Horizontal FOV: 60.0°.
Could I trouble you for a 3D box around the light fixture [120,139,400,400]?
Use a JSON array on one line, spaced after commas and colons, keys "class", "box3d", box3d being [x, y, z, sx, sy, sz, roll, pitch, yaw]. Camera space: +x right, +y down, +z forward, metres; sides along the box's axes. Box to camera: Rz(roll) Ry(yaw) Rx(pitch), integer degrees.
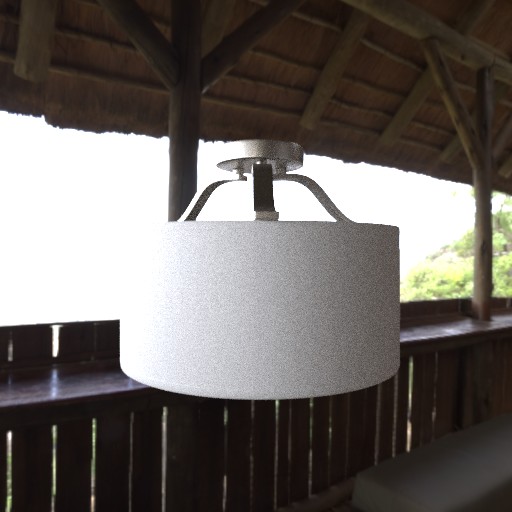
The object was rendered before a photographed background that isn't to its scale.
[{"class": "light fixture", "box3d": [0.000, 0.000, 0.638, 0.395, 0.304, 0.395, 0, 1, 0]}]
